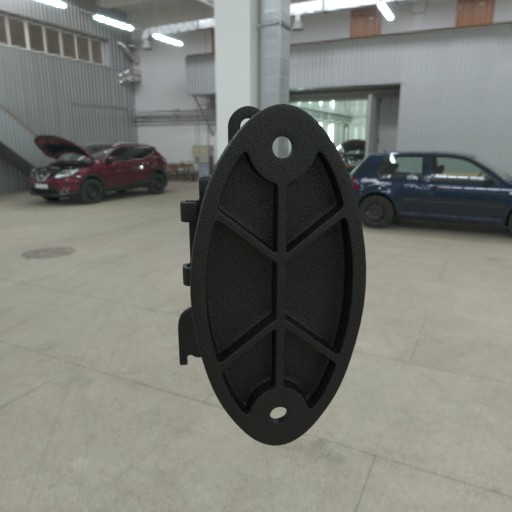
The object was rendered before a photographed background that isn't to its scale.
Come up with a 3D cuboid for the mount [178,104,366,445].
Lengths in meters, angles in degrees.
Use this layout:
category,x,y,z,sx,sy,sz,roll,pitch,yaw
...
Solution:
category,x,y,z,sx,sy,sz,roll,pitch,yaw
mount,0.000,0.000,0.178,0.066,0.118,0.100,-2,14,-8
